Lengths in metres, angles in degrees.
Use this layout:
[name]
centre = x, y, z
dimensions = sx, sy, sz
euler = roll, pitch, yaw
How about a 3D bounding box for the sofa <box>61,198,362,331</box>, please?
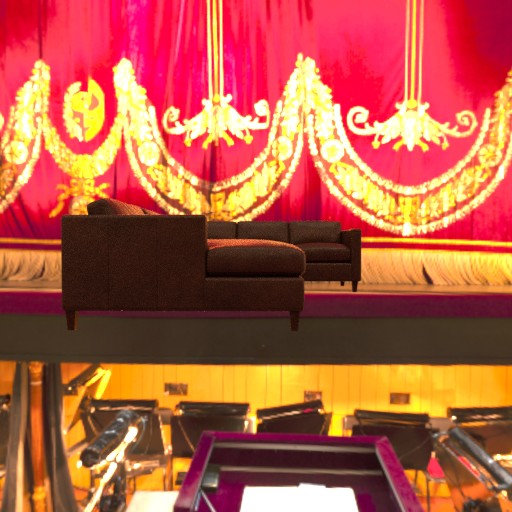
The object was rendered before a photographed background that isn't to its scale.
[sofa]
centre = 0.000, 0.000, 4.467
dimensions = 2.452, 0.891, 3.324
euler = 0, 1, 1
